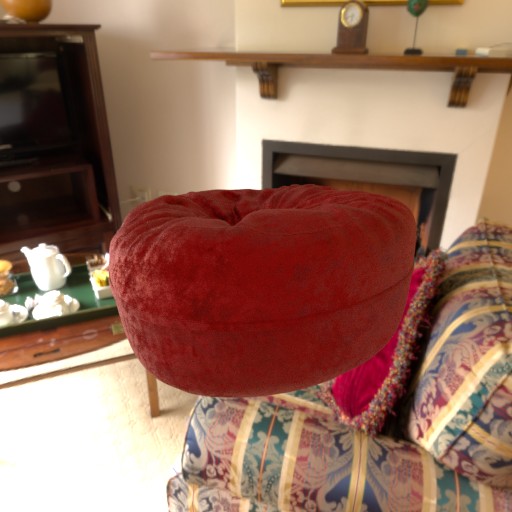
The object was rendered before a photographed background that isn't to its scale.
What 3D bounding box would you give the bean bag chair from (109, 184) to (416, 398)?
[{"bbox_3d":[0.000,0.000,2.404,1.524,0.878,1.524,-9,28,-17],"label":"bean bag chair"}]
